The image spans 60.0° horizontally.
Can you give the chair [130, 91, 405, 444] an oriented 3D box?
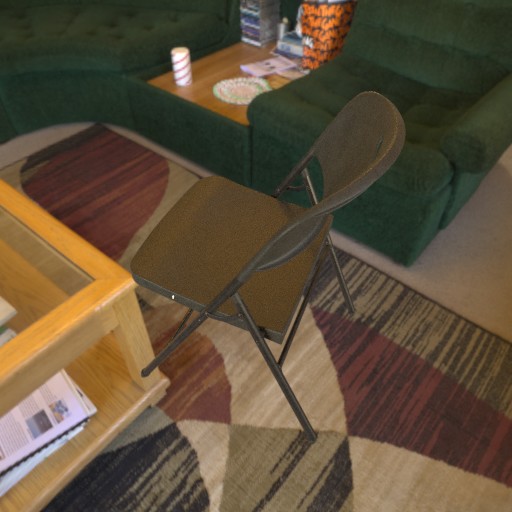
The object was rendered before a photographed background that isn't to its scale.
[{"bbox_3d":[0.000,0.000,1.147,0.566,0.810,0.494,16,48,15],"label":"chair"}]
